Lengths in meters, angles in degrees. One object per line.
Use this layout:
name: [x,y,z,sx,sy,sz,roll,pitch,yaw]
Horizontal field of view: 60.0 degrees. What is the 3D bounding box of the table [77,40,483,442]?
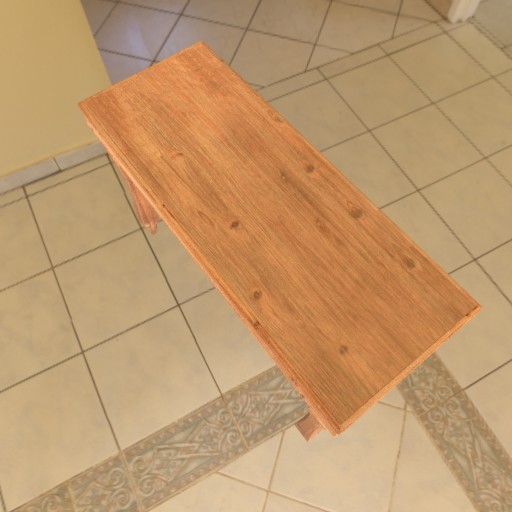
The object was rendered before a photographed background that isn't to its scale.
table: [0.000,0.000,1.743,0.522,0.873,1.330,-35,69,-16]
